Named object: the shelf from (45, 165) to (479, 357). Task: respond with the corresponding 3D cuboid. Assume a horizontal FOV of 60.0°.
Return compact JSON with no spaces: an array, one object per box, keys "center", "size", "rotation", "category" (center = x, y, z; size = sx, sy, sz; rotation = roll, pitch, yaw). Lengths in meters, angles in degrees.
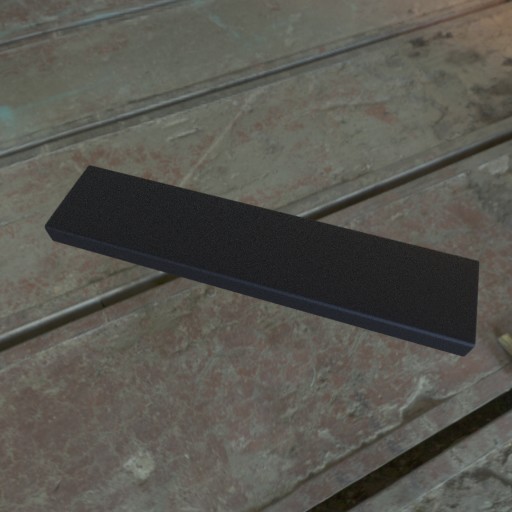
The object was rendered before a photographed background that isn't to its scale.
[{"center":[0.000,0.000,0.493],"size":[0.456,0.053,0.102],"rotation":[15,58,10],"category":"shelf"}]
